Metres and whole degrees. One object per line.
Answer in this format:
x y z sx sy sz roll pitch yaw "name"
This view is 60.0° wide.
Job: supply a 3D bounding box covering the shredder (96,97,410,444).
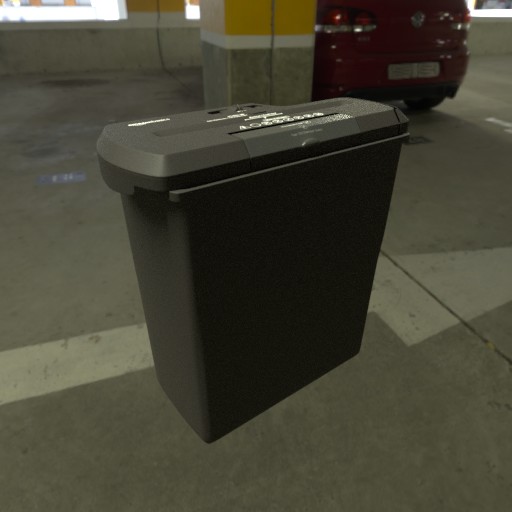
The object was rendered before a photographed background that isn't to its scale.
0.000 0.000 0.521 0.320 0.335 0.170 -21 36 -31 "shredder"
